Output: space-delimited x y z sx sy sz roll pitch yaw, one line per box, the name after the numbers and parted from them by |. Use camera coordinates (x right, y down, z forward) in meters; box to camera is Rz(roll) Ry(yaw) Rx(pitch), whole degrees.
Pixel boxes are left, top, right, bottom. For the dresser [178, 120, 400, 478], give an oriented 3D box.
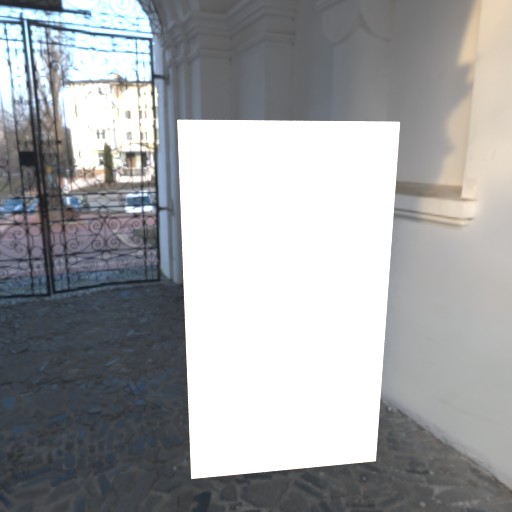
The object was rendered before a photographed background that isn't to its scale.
0.000 0.000 1.523 0.460 0.820 1.100 -2 13 -8 | dresser
